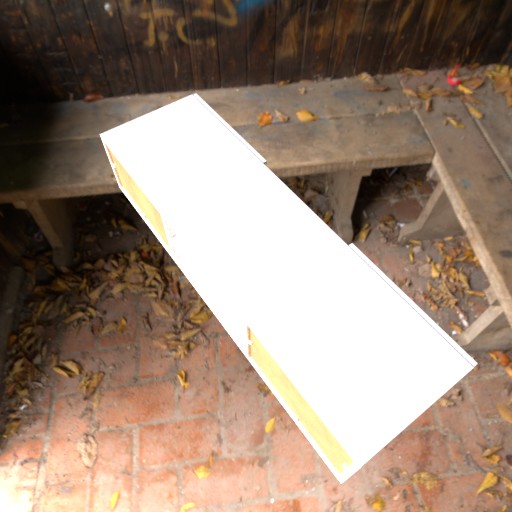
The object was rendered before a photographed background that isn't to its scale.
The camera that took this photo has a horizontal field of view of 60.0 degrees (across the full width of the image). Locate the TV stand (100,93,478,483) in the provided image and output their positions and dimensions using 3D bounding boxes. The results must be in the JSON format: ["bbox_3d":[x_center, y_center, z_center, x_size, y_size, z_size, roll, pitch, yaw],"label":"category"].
[{"bbox_3d":[0.000,0.000,1.533,0.420,0.310,1.400,-31,62,-19],"label":"TV stand"}]
